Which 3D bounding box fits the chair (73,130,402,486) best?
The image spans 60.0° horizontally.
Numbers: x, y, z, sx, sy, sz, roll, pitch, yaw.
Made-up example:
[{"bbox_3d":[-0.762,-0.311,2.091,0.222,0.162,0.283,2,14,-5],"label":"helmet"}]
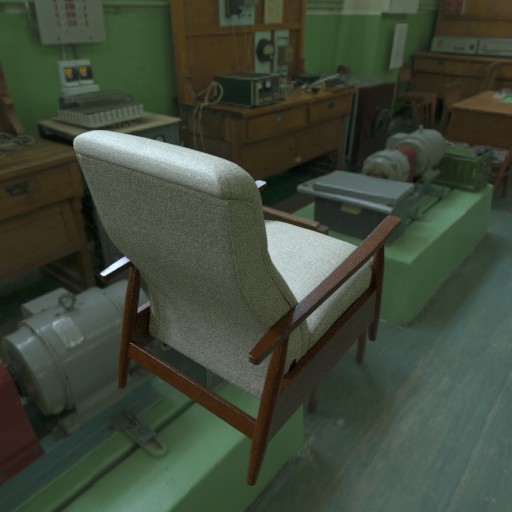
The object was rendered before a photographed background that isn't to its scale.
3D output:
[{"bbox_3d":[0.000,0.000,1.743,0.762,1.082,1.014,21,36,32],"label":"chair"}]
